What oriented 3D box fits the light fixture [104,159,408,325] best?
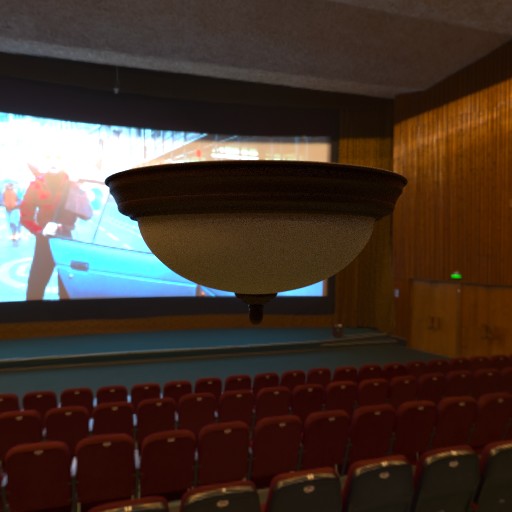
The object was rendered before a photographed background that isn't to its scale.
[{"bbox_3d":[0.000,0.000,0.433,0.280,0.135,0.280,0,1,0],"label":"light fixture"}]
